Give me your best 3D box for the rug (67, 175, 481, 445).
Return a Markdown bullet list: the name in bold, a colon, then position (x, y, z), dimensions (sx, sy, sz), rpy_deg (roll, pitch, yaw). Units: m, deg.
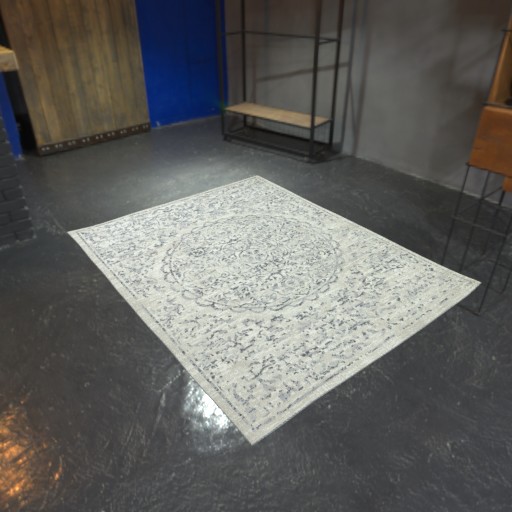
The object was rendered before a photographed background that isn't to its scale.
- **rug**: position (0.000, 0.000, 3.916), dimensions (2.343, 0.026, 2.925), rpy_deg (-23, 39, -31)
